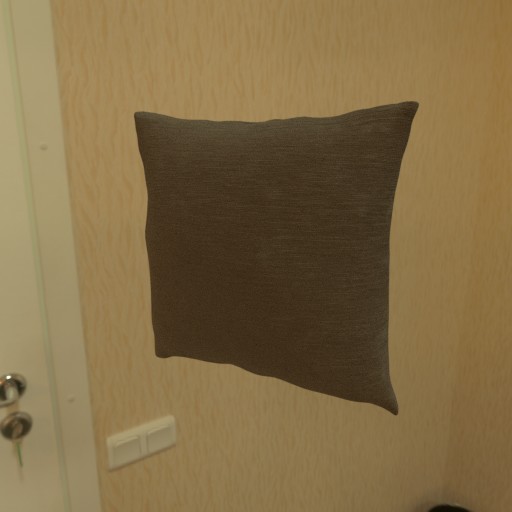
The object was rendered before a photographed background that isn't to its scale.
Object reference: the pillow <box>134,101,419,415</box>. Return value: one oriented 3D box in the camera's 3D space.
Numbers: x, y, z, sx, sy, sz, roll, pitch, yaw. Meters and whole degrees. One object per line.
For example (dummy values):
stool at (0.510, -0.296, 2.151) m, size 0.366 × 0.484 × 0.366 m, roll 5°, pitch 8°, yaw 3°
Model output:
pillow at (0.000, 0.000, 0.681) m, size 0.452 × 0.439 × 0.204 m, roll 7°, pitch 16°, yaw 26°
